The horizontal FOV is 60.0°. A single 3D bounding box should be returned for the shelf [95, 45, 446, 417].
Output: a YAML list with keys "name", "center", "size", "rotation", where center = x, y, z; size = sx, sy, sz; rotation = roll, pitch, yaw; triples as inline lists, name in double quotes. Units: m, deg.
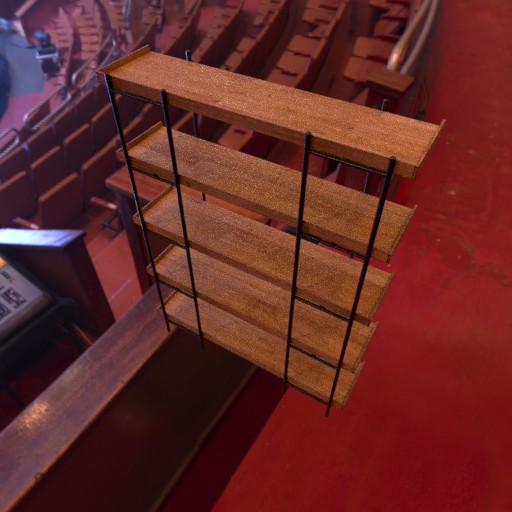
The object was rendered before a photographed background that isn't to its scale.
- name: "shelf"
  center: [0.000, 0.000, 2.361]
  size: [1.371, 1.826, 0.379]
  rotation: [23, 50, 21]
